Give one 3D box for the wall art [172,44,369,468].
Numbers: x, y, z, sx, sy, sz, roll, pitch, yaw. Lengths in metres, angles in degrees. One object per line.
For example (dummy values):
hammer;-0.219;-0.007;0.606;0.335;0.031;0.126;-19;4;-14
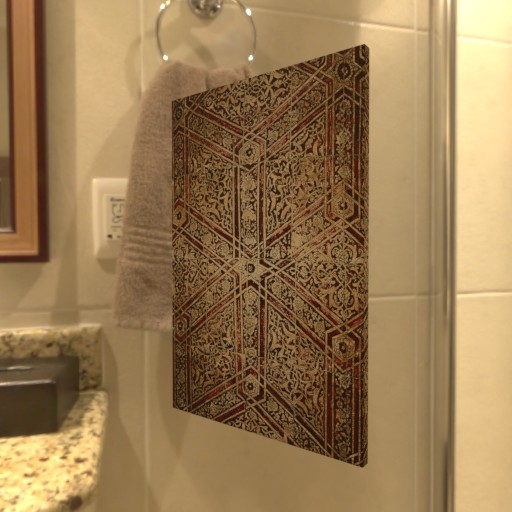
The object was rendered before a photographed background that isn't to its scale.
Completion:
wall art;0.000;0.000;0.754;0.397;0.599;0.020;1;1;37
